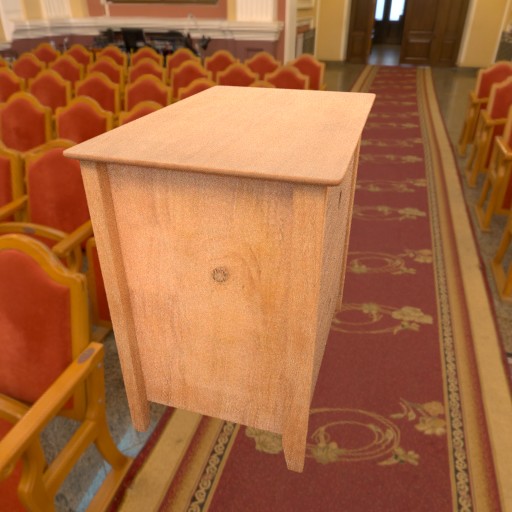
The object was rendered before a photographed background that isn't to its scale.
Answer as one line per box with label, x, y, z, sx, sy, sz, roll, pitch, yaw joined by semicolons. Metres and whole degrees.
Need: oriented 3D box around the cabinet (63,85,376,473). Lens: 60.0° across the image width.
cabinet;0.000;0.000;1.234;0.503;0.762;0.763;9;31;15
